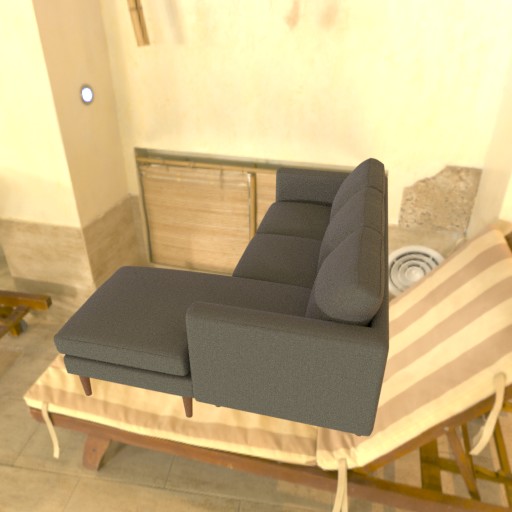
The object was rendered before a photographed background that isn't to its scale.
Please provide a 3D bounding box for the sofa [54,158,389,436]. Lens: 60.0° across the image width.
[{"bbox_3d":[0.000,0.000,2.870,1.591,0.897,2.031,7,31,12],"label":"sofa"}]
